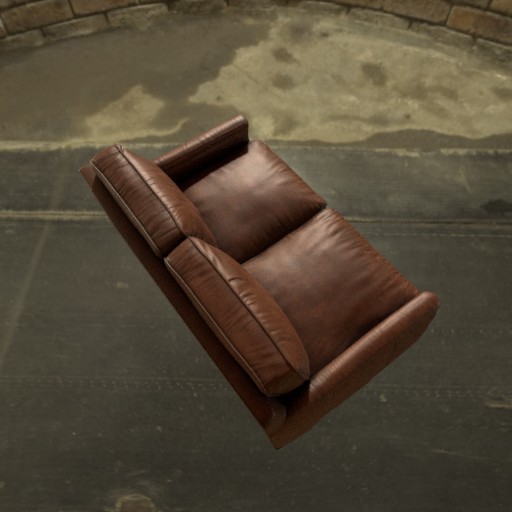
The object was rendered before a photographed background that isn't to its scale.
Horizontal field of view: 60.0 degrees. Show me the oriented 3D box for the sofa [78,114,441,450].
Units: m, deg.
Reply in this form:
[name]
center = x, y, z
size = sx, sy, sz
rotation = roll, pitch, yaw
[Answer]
[sofa]
center = 0.000, 0.000, 2.316
size = 1.083, 1.003, 1.628
rotation = -33, 64, -18
